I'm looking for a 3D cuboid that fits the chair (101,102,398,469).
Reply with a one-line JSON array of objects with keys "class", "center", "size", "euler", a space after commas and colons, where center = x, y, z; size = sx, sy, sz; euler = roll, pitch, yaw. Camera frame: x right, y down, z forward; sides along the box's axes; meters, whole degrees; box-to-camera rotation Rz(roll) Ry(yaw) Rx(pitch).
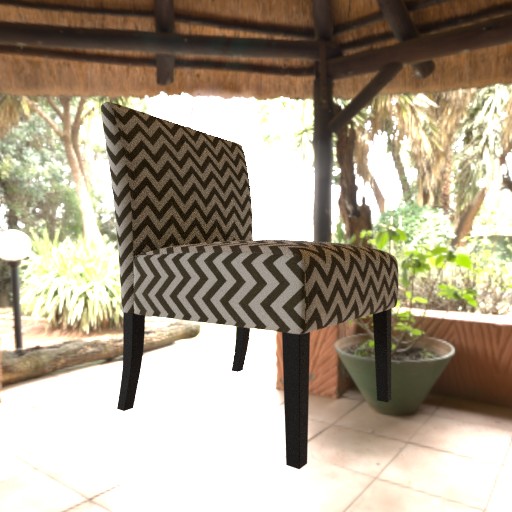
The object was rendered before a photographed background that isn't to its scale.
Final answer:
[{"class": "chair", "center": [0.000, 0.000, 1.257], "size": [0.648, 0.838, 0.589], "euler": [0, 0, 36]}]
